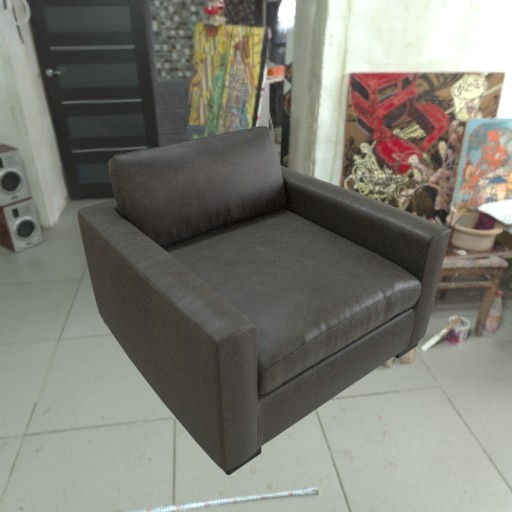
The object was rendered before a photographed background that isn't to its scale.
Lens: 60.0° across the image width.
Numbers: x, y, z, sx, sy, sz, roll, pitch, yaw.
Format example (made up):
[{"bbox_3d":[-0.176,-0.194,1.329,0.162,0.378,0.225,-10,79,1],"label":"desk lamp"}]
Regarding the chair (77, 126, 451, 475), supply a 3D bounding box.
[{"bbox_3d":[0.000,0.000,1.809,1.106,0.807,1.080,-21,35,-32],"label":"chair"}]
